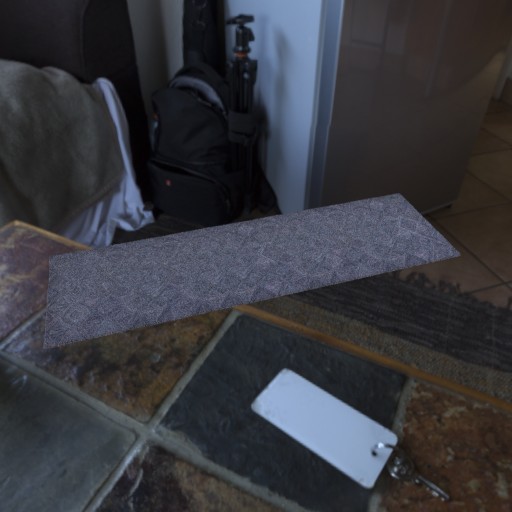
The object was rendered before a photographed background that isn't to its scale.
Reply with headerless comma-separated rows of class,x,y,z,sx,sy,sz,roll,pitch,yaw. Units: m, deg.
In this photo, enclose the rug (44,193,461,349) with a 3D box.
rug,0.000,0.000,2.576,2.296,0.011,0.691,-11,42,-13
